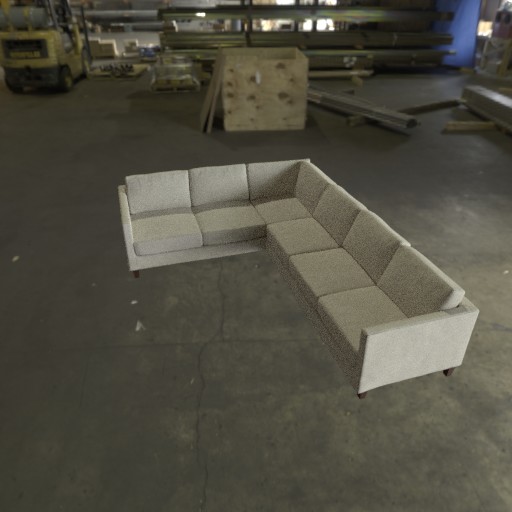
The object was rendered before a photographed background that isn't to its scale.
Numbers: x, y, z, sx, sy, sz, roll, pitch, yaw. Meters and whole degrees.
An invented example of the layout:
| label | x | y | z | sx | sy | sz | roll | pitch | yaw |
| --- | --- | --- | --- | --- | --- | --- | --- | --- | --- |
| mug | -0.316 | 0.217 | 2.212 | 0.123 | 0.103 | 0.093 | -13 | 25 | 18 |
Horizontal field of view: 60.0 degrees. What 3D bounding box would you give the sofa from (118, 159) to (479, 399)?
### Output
| label | x | y | z | sx | sy | sz | roll | pitch | yaw |
| --- | --- | --- | --- | --- | --- | --- | --- | --- | --- |
| sofa | 0.000 | 0.000 | 4.318 | 2.432 | 0.863 | 3.182 | -9 | 33 | -14 |
